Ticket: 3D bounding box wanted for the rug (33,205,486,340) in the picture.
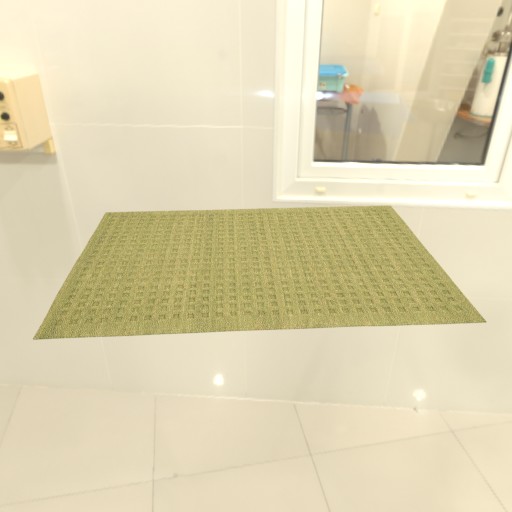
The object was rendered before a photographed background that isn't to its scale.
[{"bbox_3d":[0.000,0.000,2.890,2.297,0.007,1.529,-2,30,-3],"label":"rug"}]
